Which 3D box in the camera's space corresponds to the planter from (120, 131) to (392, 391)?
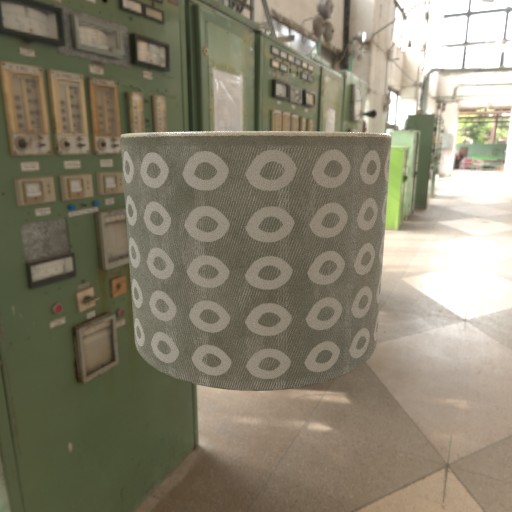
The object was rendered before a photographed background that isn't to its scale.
[{"bbox_3d":[0.000,0.000,0.345,0.190,0.181,0.190,0,14,0],"label":"planter"}]
